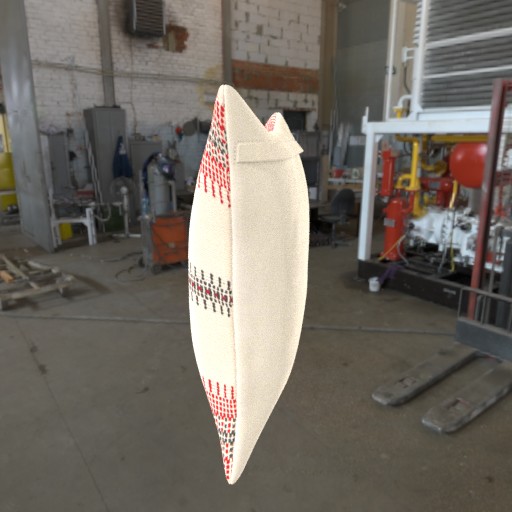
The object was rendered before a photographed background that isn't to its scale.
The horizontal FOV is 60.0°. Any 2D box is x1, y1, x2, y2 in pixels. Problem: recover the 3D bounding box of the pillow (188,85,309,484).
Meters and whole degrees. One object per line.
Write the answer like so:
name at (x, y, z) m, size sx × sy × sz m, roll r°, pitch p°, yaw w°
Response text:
pillow at (0.000, 0.000, 0.694) m, size 0.160 × 0.454 × 0.463 m, roll 2°, pitch 15°, yaw 9°
